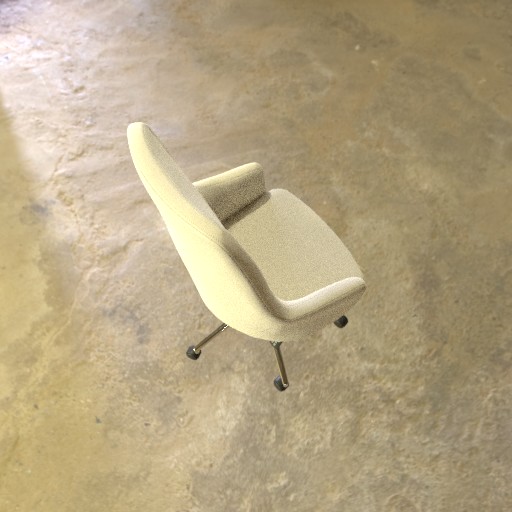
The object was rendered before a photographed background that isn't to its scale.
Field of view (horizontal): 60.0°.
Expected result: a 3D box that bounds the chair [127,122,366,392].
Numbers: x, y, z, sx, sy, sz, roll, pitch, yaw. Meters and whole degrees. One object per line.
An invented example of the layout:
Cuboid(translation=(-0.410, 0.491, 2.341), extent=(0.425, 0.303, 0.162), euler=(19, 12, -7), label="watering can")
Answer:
Cuboid(translation=(0.000, 0.000, 1.443), extent=(0.640, 1.049, 0.620), euler=(-29, 62, -17), label="chair")
